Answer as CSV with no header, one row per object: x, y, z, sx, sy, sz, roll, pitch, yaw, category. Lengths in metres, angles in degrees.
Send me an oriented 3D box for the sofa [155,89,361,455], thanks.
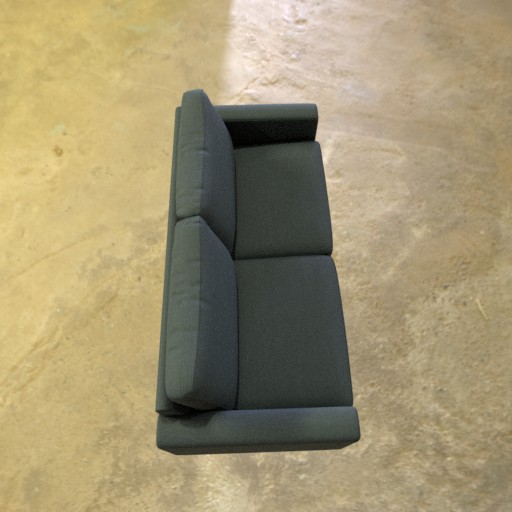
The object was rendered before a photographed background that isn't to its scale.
0.000,0.000,2.382,0.877,0.865,1.900,-2,63,-1,sofa
